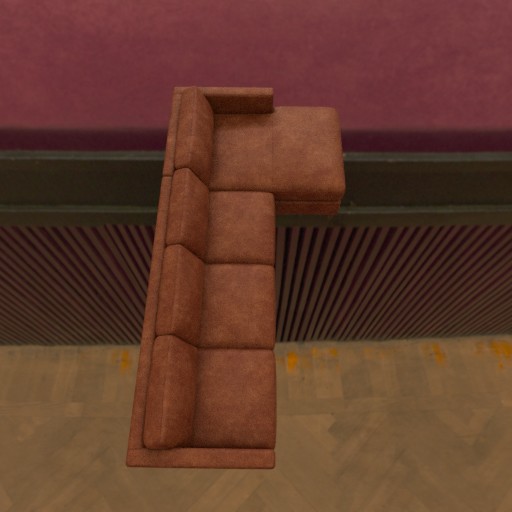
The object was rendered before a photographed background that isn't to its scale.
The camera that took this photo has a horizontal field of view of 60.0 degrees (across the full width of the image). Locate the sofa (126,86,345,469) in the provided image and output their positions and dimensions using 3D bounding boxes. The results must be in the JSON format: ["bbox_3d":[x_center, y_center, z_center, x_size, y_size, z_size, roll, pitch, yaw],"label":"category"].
[{"bbox_3d":[0.000,0.000,3.694,1.581,0.883,3.203,1,64,0],"label":"sofa"}]
